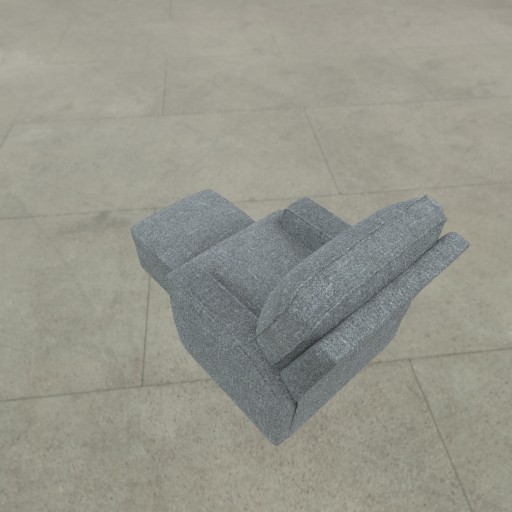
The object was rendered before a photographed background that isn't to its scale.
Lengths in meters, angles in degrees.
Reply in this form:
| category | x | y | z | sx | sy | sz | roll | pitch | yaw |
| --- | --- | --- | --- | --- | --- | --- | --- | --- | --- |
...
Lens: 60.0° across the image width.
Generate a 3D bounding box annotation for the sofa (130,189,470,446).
| category | x | y | z | sx | sy | sz | roll | pitch | yaw |
| --- | --- | --- | --- | --- | --- | --- | --- | --- | --- |
| sofa | 0.000 | 0.000 | 2.044 | 0.861 | 0.959 | 1.472 | -32 | 53 | -29 |
